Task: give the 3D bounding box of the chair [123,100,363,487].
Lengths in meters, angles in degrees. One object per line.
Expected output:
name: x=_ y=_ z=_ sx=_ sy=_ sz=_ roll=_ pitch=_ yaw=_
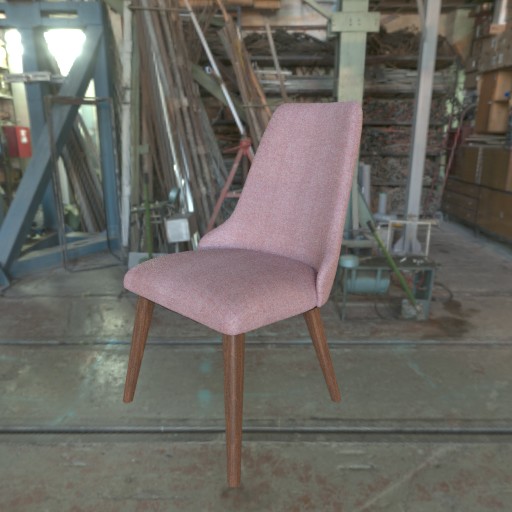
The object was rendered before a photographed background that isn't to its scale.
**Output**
chair: x=0.000 y=0.000 z=1.357 sx=0.535 sy=0.918 sz=0.707 roll=15 pitch=22 yaw=43
